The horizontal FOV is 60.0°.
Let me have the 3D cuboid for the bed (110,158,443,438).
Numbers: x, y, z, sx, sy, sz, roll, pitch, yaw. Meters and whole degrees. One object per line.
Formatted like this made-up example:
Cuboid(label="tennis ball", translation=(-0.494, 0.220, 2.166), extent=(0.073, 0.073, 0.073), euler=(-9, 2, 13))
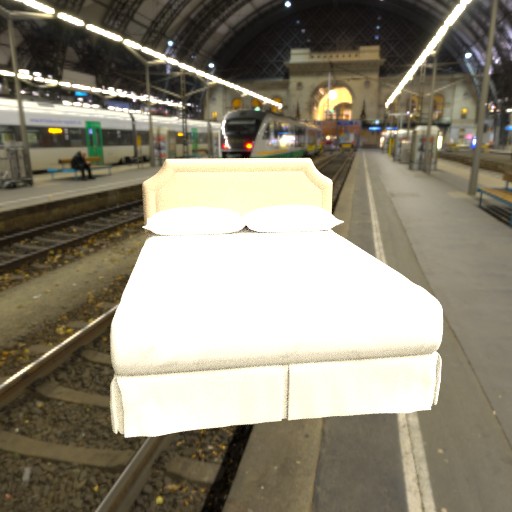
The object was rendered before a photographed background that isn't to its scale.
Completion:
Cuboid(label="bed", translation=(0.000, 0.000, 3.770), extent=(2.134, 1.524, 2.548), euler=(-2, 15, -8))
